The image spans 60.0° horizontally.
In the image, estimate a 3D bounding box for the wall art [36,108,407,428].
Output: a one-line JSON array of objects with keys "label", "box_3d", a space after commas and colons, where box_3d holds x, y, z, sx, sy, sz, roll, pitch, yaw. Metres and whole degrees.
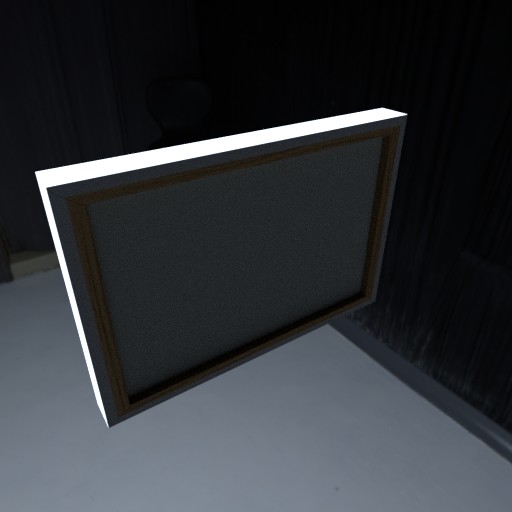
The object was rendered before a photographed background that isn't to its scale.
[{"label": "wall art", "box_3d": [0.000, 0.000, 0.483, 0.381, 0.259, 0.038, -19, 36, -28]}]
